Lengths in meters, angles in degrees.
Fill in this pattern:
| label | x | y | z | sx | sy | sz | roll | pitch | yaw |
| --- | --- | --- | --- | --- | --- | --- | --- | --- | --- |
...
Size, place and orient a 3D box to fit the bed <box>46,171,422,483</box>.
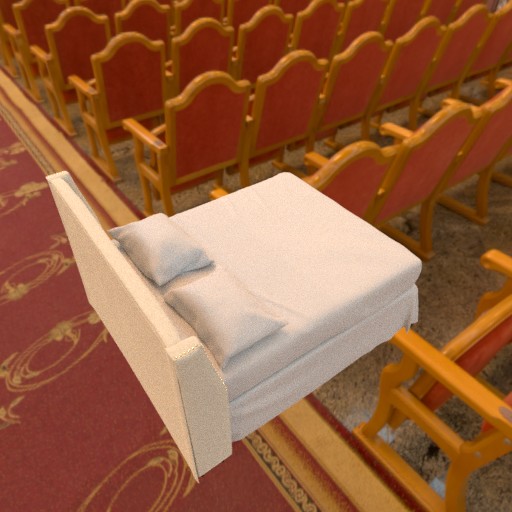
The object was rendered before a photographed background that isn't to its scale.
| label | x | y | z | sx | sy | sz | roll | pitch | yaw |
| --- | --- | --- | --- | --- | --- | --- | --- | --- | --- |
| bed | 0.000 | 0.000 | 3.420 | 2.276 | 1.332 | 1.925 | -25 | 47 | -26 |
